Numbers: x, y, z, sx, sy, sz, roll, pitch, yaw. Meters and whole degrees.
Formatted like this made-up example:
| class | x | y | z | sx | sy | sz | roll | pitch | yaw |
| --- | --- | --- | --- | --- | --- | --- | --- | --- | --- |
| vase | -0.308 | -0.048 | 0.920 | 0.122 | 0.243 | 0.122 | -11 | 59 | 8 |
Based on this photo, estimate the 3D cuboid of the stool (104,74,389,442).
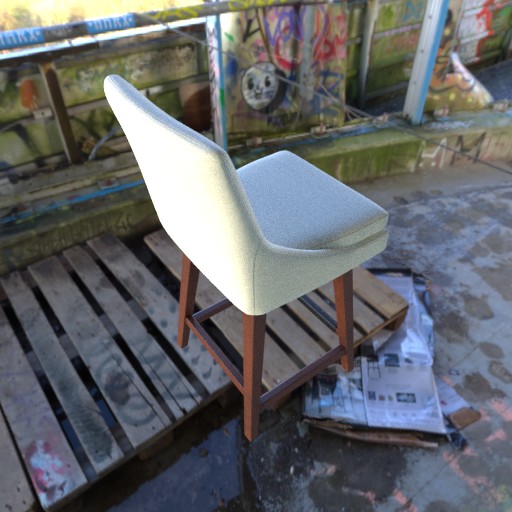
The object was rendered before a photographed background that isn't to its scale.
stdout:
| class | x | y | z | sx | sy | sz | roll | pitch | yaw |
| --- | --- | --- | --- | --- | --- | --- | --- | --- | --- |
| stool | 0.000 | 0.000 | 1.257 | 0.559 | 0.991 | 0.469 | -26 | 47 | -26 |
